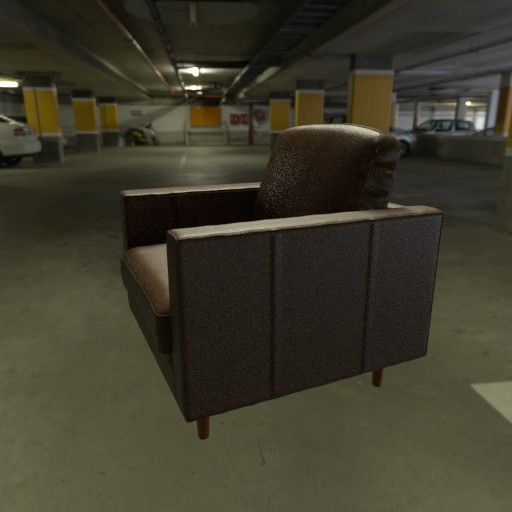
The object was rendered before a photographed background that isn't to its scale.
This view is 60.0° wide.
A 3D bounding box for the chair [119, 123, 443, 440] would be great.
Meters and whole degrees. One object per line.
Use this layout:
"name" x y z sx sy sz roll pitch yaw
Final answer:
"chair" 0.000 0.000 1.666 0.909 0.956 0.890 -8 18 -24
